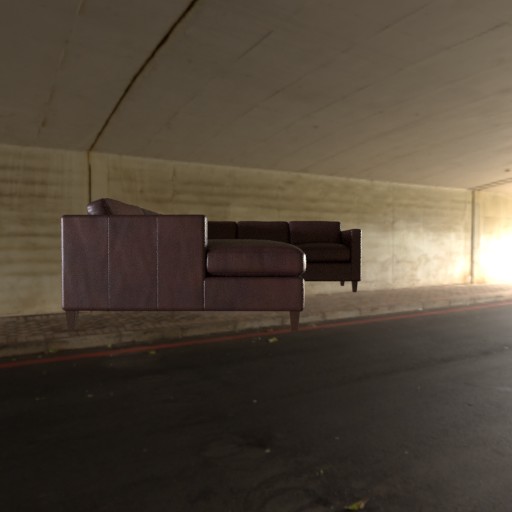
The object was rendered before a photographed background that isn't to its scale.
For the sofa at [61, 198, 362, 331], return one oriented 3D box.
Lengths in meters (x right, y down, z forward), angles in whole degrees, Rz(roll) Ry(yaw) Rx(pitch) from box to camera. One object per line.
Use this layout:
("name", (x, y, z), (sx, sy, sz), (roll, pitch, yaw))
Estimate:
("sofa", (0.000, 0.000, 4.467), (2.452, 0.891, 3.324), (0, 1, 1))
